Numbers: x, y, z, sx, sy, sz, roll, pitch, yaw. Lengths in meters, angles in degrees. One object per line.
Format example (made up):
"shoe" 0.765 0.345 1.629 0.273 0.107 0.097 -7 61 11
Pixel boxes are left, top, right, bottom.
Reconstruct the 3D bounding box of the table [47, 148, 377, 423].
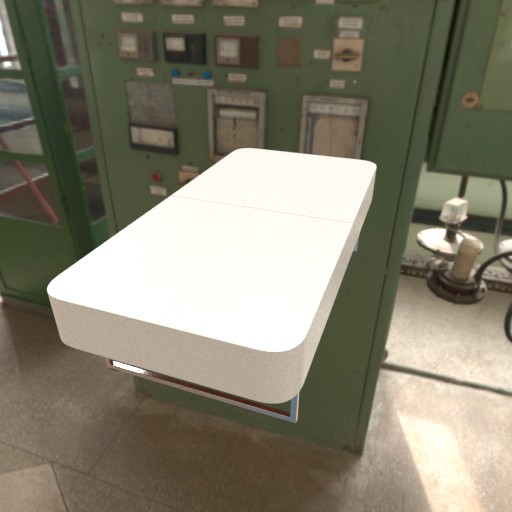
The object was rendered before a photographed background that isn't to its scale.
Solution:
"table" 0.000 0.000 1.457 0.600 0.340 1.200 11 32 18
